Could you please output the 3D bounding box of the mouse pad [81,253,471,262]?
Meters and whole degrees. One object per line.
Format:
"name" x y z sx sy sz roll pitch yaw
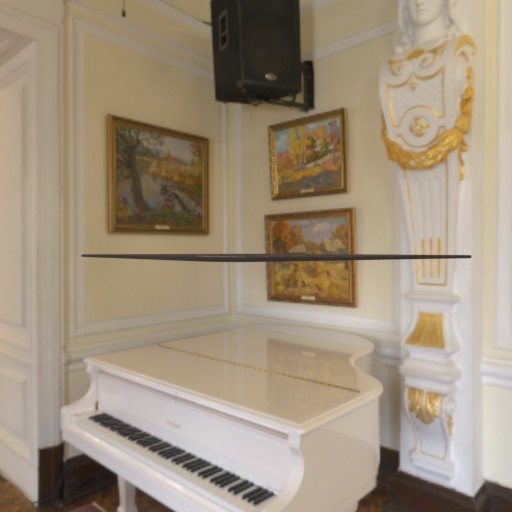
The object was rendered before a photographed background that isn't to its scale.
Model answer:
"mouse pad" 0.000 0.000 0.350 0.211 0.002 0.249 0 1 -36
